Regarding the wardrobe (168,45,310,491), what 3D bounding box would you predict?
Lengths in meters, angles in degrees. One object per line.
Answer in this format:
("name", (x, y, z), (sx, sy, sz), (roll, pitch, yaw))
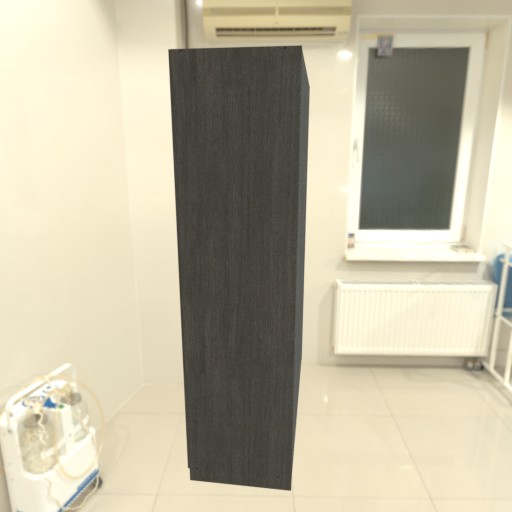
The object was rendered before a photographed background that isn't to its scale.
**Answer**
("wardrobe", (0.000, 0.000, 2.474), (0.510, 1.910, 1.290), (2, 15, 8))
